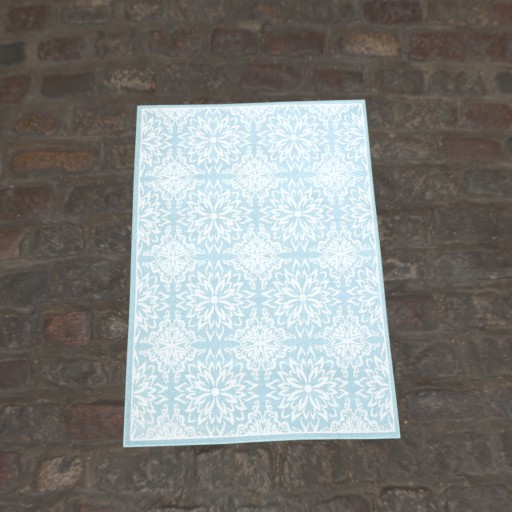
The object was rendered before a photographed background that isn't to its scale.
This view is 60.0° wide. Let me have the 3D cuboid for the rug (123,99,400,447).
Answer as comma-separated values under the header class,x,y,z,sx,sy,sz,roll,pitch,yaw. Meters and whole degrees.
class,x,y,z,sx,sy,sz,roll,pitch,yaw
rug,0.000,0.000,2.809,1.589,0.014,2.205,-2,75,0
